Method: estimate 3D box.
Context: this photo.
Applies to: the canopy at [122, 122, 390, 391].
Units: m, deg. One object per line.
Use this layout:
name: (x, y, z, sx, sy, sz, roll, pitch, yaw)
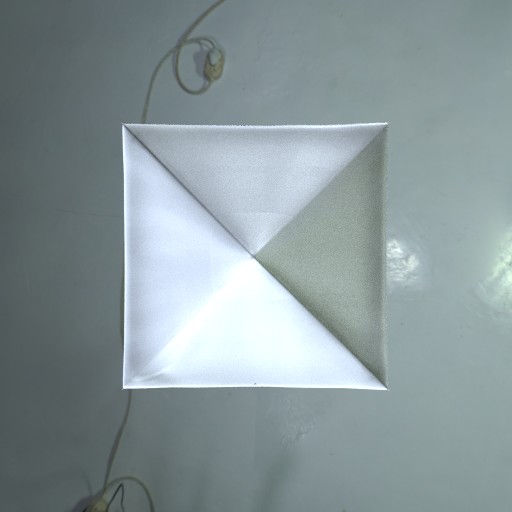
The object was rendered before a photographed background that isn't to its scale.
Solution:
canopy: (0.000, 0.000, 5.505, 2.994, 2.998, 2.996, 0, 90, 1)
